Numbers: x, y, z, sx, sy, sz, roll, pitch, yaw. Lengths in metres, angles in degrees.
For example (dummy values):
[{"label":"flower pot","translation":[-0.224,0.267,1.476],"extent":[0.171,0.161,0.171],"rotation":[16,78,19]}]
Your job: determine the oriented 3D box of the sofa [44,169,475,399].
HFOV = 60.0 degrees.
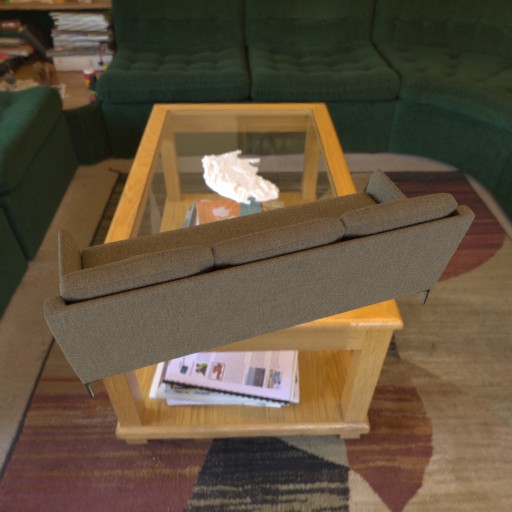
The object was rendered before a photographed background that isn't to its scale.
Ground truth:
[{"label":"sofa","translation":[0.000,0.000,2.477],"extent":[2.060,0.837,0.849],"rotation":[-13,43,-14]}]
